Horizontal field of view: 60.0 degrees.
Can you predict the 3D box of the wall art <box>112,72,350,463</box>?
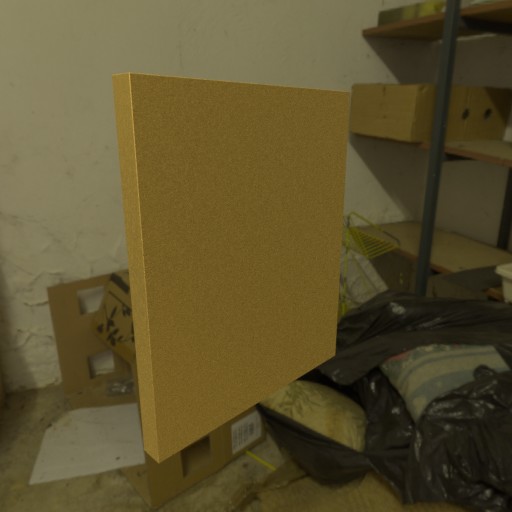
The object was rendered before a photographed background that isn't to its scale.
[{"bbox_3d":[0.000,0.000,0.890,0.048,0.642,0.537,16,23,42],"label":"wall art"}]
